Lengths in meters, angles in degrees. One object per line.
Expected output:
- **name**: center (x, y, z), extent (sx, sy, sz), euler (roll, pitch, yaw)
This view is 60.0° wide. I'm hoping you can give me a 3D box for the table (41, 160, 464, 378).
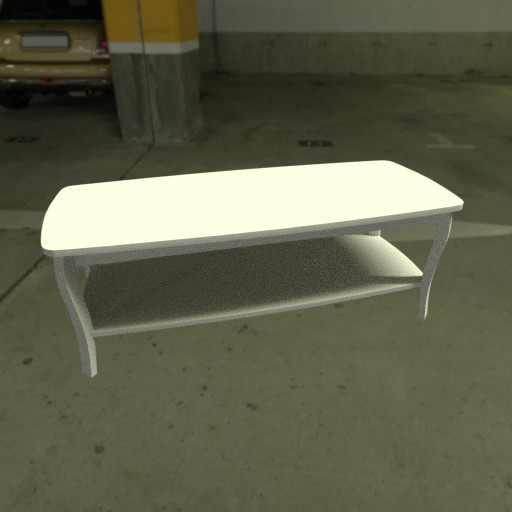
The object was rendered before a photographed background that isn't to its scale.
- **table**: center (0.000, 0.000, 1.618), extent (1.334, 0.474, 0.561), euler (-7, 29, -13)
